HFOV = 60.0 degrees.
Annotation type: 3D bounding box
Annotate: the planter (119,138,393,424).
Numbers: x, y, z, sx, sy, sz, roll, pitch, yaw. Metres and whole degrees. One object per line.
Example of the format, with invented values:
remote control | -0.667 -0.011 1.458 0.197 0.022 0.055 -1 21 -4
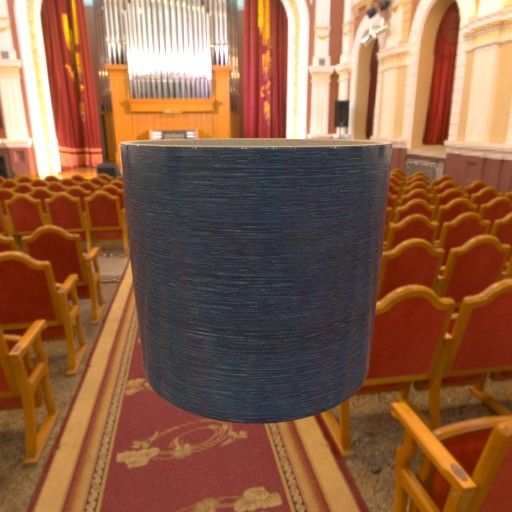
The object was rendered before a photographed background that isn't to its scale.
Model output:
planter | 0.000 0.000 0.402 0.221 0.201 0.221 0 16 0
